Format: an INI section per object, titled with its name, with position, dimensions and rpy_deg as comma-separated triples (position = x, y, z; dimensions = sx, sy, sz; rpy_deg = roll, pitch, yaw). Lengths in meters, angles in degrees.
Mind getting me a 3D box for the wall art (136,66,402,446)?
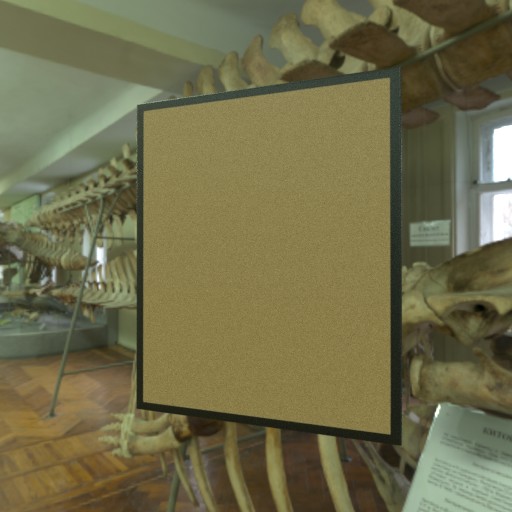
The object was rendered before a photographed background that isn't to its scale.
[wall art]
position = 0.000, 0.000, 0.770
dimensions = 0.481, 0.582, 0.018
rpy_deg = 0, 0, 20
